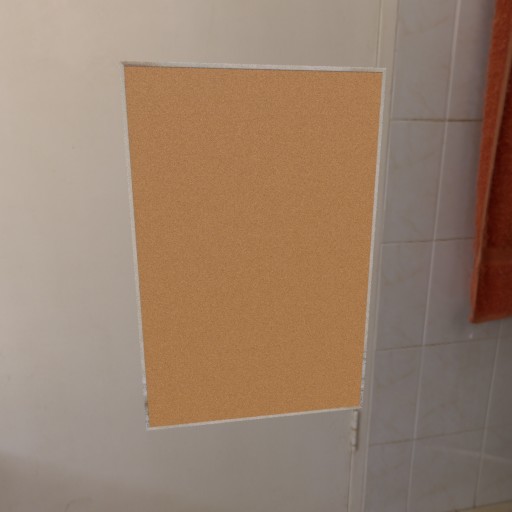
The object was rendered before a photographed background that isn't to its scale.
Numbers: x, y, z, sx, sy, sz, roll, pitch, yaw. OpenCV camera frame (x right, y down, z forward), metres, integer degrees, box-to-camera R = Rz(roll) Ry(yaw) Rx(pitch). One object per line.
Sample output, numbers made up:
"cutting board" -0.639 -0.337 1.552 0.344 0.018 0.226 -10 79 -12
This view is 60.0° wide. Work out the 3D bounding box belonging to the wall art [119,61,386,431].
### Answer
"wall art" 0.000 0.000 0.482 0.254 0.381 0.038 -3 15 -9
